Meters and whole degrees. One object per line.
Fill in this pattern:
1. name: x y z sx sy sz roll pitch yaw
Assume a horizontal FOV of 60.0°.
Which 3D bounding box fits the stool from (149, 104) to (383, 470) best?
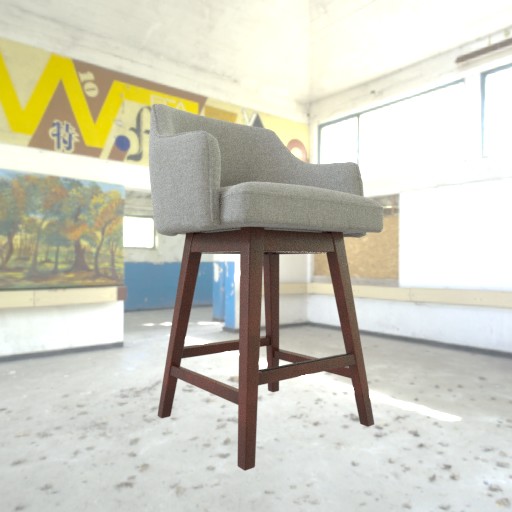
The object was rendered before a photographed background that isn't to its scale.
1. stool: 0.000 0.000 1.305 0.599 0.944 0.558 1 -1 -38
